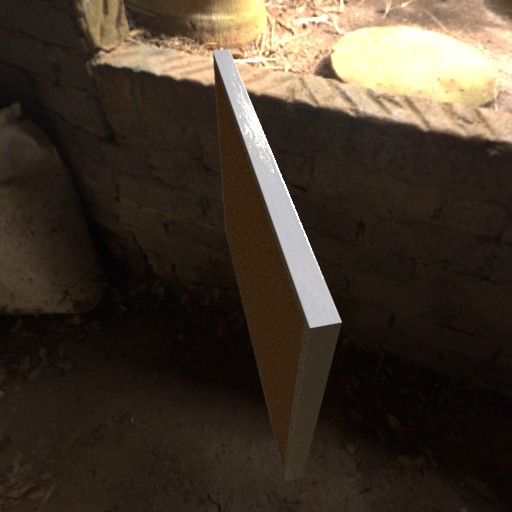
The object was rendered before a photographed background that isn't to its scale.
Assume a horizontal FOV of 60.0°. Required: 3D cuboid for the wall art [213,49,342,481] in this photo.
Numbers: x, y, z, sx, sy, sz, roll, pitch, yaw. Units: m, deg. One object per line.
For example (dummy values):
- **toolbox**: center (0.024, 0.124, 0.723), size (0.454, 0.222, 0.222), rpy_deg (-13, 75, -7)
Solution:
- **wall art**: center (0.000, 0.000, 1.325), size (0.053, 0.787, 1.041), rpy_deg (-9, 48, -8)
